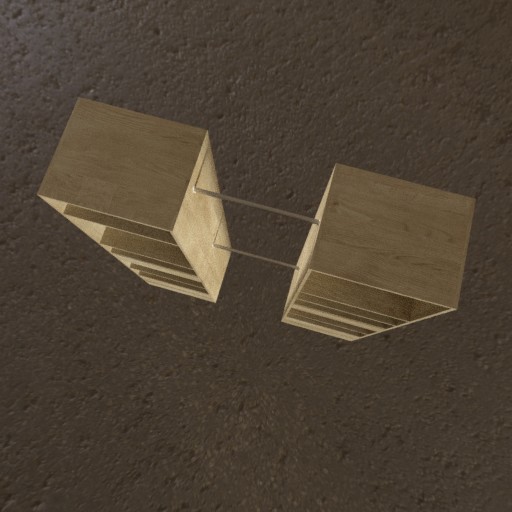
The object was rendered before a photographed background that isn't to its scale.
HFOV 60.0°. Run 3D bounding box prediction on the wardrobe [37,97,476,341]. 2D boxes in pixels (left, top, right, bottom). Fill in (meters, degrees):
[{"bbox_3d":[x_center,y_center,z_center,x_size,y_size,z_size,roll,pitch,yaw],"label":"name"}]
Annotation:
[{"bbox_3d":[0.000,0.000,2.820,1.770,2.000,0.480,15,76,4],"label":"wardrobe"}]
